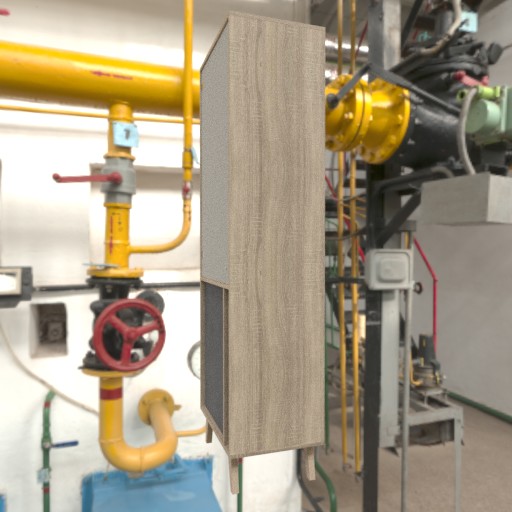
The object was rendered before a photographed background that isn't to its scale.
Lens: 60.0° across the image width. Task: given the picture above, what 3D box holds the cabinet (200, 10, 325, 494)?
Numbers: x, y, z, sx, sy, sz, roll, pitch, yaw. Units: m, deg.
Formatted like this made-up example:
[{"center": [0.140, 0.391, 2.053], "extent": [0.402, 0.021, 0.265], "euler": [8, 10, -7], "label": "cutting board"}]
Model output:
[{"center": [0.000, 0.000, 2.008], "extent": [0.400, 1.850, 0.570], "euler": [0, 1, -18], "label": "cabinet"}]
